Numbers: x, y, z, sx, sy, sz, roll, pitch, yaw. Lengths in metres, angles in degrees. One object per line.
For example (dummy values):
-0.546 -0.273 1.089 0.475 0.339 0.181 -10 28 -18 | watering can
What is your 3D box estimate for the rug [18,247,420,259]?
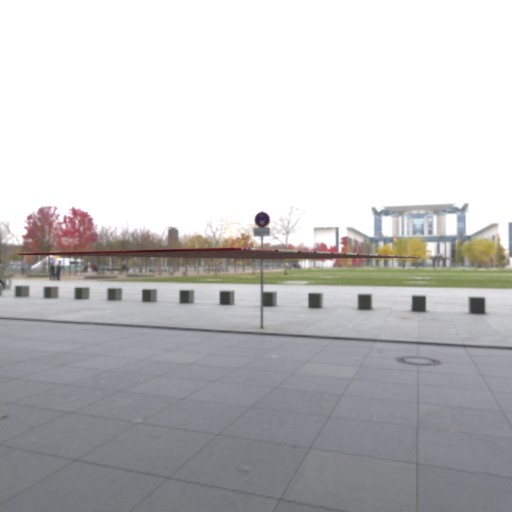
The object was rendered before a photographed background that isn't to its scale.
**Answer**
0.000 0.000 3.016 1.535 0.010 2.431 -1 -1 35 | rug
